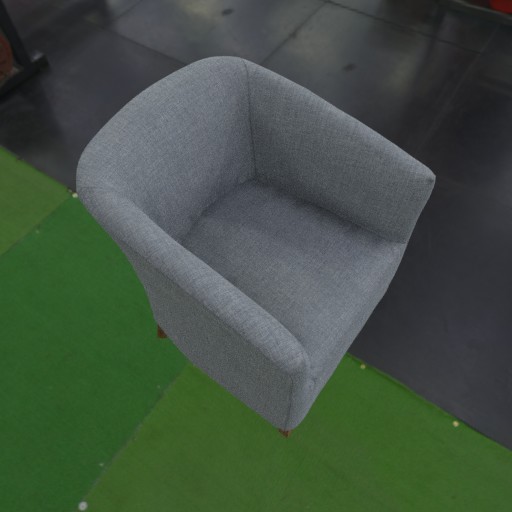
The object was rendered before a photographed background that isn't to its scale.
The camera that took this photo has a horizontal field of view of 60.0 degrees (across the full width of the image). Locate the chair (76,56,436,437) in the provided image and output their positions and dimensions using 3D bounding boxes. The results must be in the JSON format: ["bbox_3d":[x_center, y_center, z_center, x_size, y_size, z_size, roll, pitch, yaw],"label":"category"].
[{"bbox_3d":[0.000,0.000,1.227,0.668,0.771,0.600,32,64,18],"label":"chair"}]
